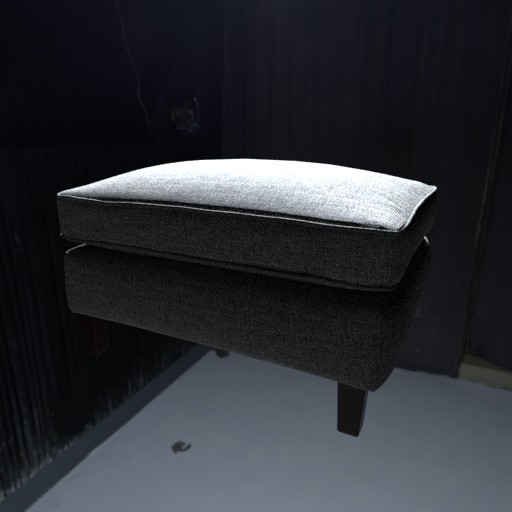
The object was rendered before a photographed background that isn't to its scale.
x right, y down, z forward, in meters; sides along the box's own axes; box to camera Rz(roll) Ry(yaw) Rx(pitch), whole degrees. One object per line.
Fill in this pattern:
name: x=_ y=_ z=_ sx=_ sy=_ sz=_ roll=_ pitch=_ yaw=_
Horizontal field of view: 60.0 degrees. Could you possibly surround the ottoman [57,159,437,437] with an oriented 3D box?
ottoman: x=0.000 y=0.000 z=0.969 sx=0.686 sy=0.406 sz=0.508 roll=9 pitch=19 yaw=26
